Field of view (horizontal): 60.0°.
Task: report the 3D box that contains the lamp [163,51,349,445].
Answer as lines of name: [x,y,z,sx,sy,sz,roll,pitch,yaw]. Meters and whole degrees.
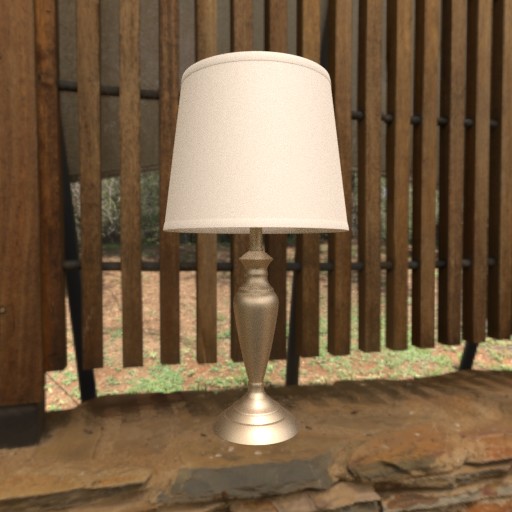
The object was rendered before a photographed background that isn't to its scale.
lamp: [0.000,0.000,0.800,0.328,0.619,0.328,0,1,0]
